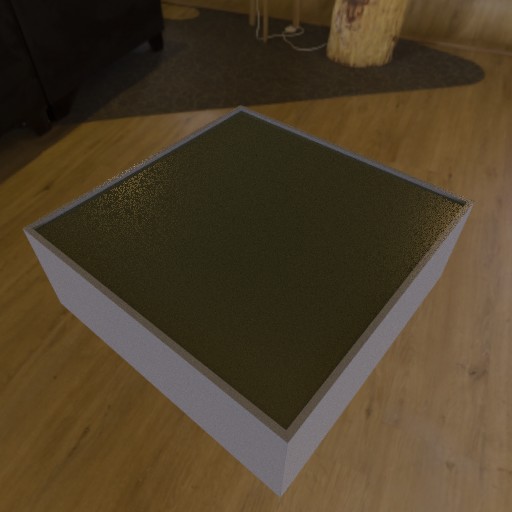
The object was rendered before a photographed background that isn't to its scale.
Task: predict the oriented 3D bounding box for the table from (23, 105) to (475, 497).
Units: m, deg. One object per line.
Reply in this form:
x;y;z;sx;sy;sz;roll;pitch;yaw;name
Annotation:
0.000;0.000;1.214;0.801;0.299;0.801;31;53;26;table
